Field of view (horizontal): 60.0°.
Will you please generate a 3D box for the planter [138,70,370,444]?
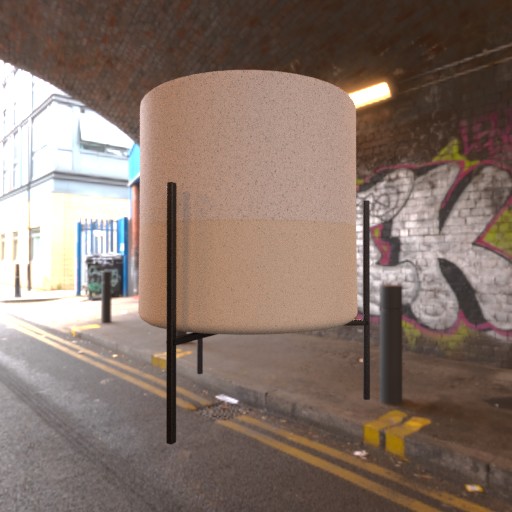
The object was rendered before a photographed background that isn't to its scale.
[{"bbox_3d":[0.000,0.000,0.653,0.335,0.423,0.313,0,0,-2],"label":"planter"}]
